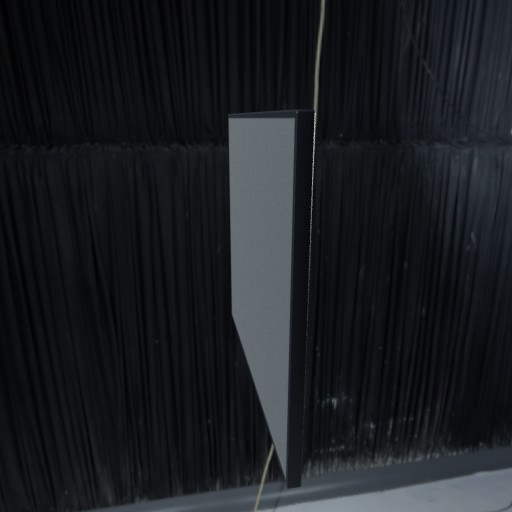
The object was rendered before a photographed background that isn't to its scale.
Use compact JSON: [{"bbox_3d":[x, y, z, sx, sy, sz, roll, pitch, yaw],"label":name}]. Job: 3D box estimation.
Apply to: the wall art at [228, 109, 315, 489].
[{"bbox_3d":[0.000,0.000,0.732,0.018,0.450,0.521,-3,18,-10],"label":"wall art"}]
